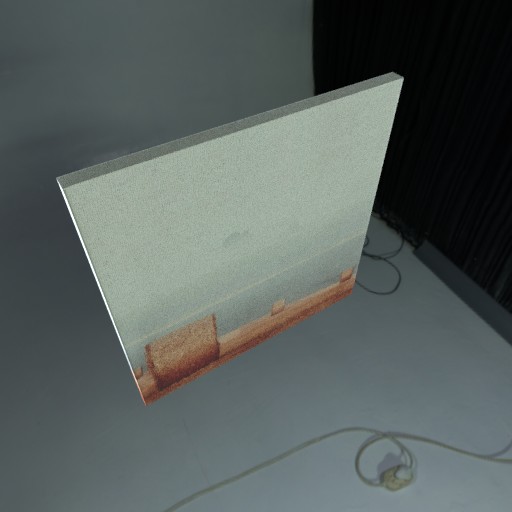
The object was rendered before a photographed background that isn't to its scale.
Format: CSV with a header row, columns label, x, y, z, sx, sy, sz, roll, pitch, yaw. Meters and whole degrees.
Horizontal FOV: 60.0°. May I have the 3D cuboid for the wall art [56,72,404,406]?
label,x,y,z,sx,sy,sz,roll,pitch,yaw
wall art,0.000,0.000,1.134,0.760,0.760,0.042,-24,50,-22
